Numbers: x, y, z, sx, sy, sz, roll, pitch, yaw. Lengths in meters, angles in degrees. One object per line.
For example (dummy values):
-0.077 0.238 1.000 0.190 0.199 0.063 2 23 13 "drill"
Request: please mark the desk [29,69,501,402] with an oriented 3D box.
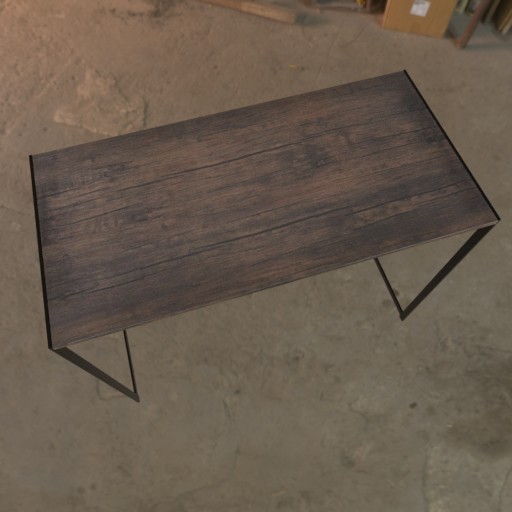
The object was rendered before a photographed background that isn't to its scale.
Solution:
0.000 0.000 1.385 1.015 0.747 0.505 -15 65 -7 "desk"
